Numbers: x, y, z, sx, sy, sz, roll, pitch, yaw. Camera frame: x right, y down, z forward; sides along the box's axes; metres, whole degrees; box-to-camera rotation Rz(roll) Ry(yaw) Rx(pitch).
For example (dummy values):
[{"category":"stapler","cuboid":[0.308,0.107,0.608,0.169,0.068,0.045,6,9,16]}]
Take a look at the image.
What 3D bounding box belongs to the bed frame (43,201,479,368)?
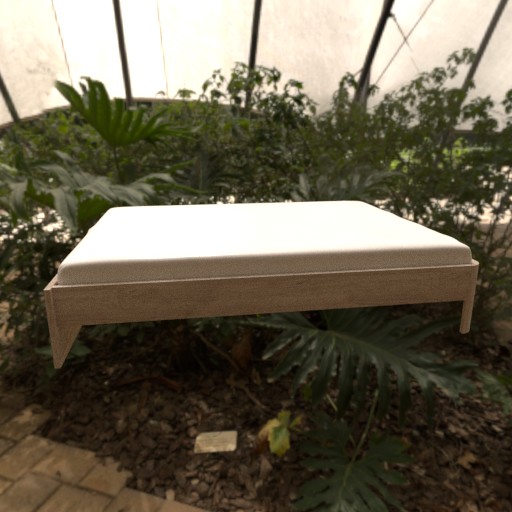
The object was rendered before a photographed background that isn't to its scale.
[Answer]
[{"category":"bed frame","cuboid":[0.000,0.000,2.648,1.950,0.462,1.490,-3,16,-9]}]
